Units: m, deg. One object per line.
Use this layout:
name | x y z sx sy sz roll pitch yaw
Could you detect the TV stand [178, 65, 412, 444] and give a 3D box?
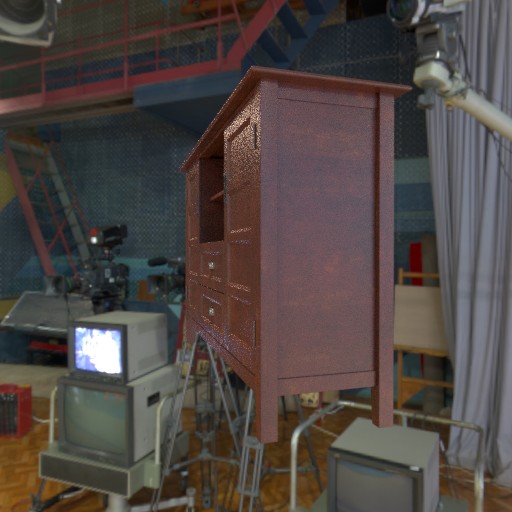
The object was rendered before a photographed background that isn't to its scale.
TV stand | 0.000 0.000 1.766 0.445 0.915 1.372 0 1 -17
